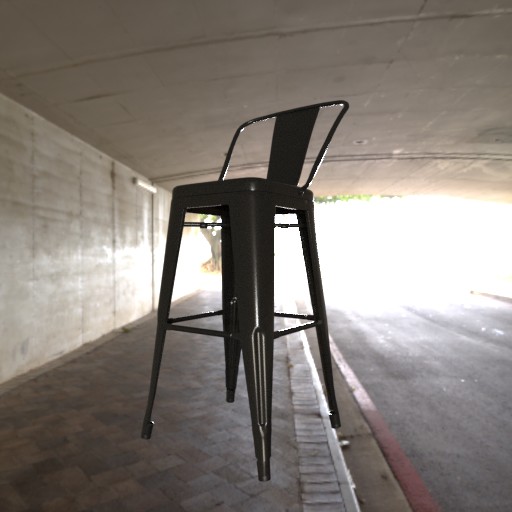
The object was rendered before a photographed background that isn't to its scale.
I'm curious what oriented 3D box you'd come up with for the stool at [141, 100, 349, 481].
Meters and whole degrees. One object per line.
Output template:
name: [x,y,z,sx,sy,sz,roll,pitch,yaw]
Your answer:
stool: [0.000,0.000,1.325,0.432,1.022,0.528,0,1,35]
